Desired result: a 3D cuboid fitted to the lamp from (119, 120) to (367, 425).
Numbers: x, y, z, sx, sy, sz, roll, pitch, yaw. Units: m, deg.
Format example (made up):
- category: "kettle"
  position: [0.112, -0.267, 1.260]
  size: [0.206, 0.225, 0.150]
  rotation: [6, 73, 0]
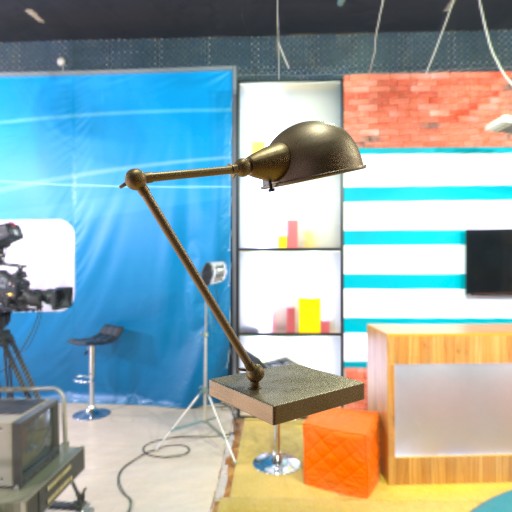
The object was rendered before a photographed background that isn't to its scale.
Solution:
- category: "lamp"
  position: [0.000, 0.000, 0.557]
  size: [0.339, 0.371, 0.149]
  rotation: [0, 0, -37]
